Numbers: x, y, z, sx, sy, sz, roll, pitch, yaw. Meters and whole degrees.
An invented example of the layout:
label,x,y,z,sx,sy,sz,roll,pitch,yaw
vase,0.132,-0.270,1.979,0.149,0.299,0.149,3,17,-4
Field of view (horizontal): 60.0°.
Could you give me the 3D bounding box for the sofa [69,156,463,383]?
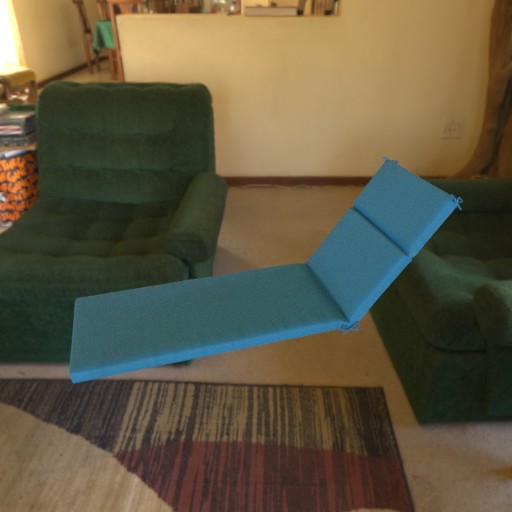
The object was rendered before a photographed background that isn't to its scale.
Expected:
label,x,y,z,sx,sy,sz,roll,pitch,yaw
sofa,0.000,0.000,1.993,1.663,0.622,0.582,-9,32,-14
